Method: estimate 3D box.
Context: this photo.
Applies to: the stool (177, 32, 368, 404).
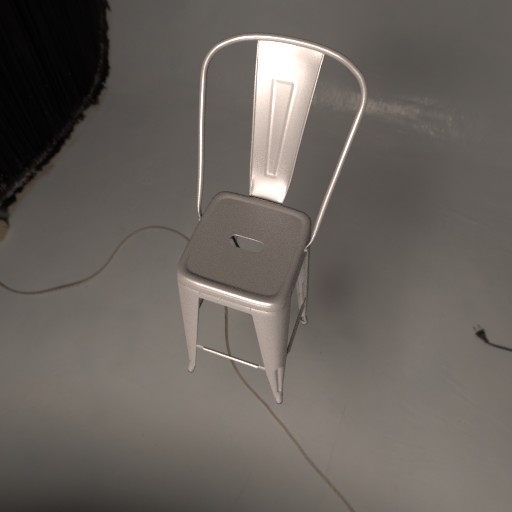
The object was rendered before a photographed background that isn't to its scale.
[{"bbox_3d":[0.000,0.000,1.333,0.399,1.096,0.513,17,59,10],"label":"stool"}]
